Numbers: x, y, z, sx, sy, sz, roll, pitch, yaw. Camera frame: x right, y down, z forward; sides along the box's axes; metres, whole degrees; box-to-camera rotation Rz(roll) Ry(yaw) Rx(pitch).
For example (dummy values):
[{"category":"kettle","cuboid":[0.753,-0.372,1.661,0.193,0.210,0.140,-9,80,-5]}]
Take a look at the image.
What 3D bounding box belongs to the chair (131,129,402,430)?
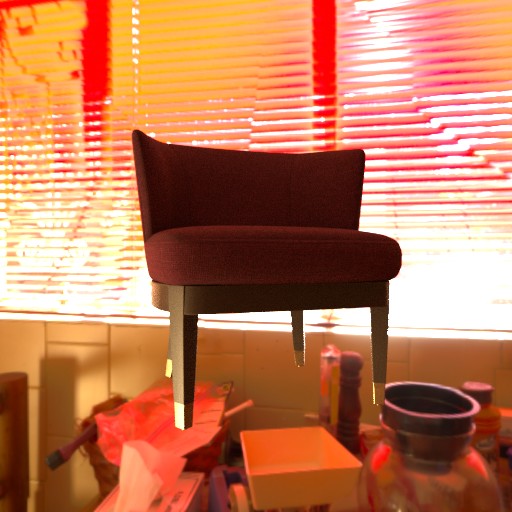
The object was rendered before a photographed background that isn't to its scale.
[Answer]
[{"category":"chair","cuboid":[0.000,0.000,1.291,0.700,0.760,0.660,0,0,-18]}]
